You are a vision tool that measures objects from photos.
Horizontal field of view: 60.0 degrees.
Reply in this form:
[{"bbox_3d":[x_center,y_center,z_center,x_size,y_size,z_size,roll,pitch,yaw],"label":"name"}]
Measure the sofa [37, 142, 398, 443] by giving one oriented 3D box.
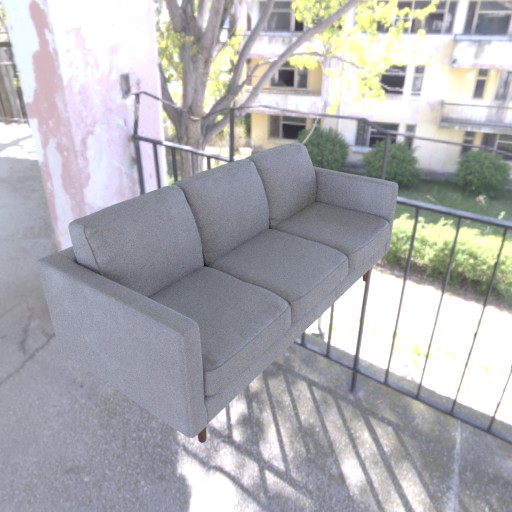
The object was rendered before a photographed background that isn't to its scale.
[{"bbox_3d":[0.000,0.000,2.518,0.944,0.918,1.983,19,33,32],"label":"sofa"}]
